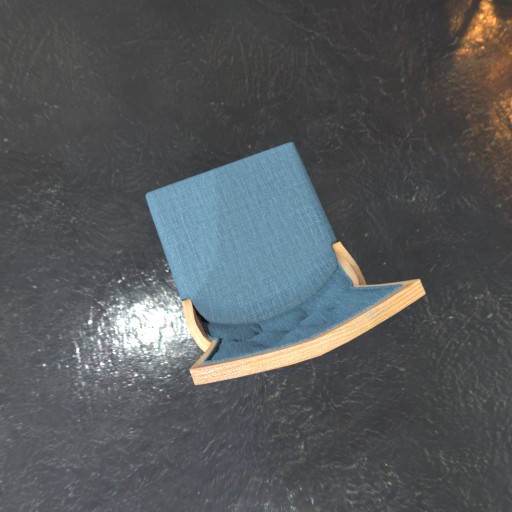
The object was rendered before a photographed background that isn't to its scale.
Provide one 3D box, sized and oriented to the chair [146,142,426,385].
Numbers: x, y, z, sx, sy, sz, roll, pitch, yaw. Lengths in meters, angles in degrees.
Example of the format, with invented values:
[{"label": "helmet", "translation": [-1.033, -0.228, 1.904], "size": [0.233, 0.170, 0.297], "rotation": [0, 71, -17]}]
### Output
[{"label": "chair", "translation": [0.000, 0.000, 1.324], "size": [0.524, 0.947, 0.641], "rotation": [-21, 77, -5]}]
